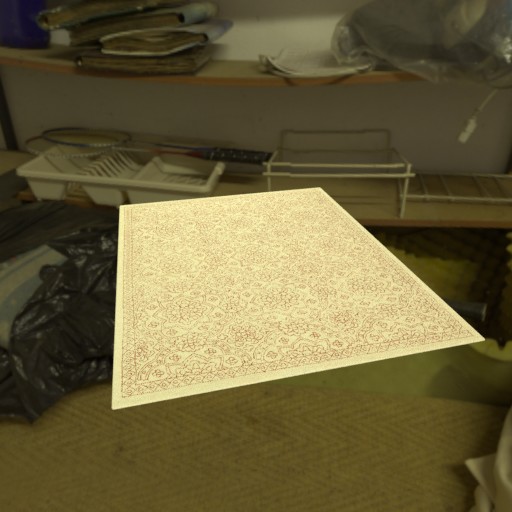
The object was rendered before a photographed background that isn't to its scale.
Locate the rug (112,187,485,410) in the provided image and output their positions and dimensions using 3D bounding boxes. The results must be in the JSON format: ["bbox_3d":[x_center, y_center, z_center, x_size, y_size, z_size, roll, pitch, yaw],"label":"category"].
[{"bbox_3d":[0.000,0.000,4.037,2.441,0.015,3.050,-7,30,-12],"label":"rug"}]
